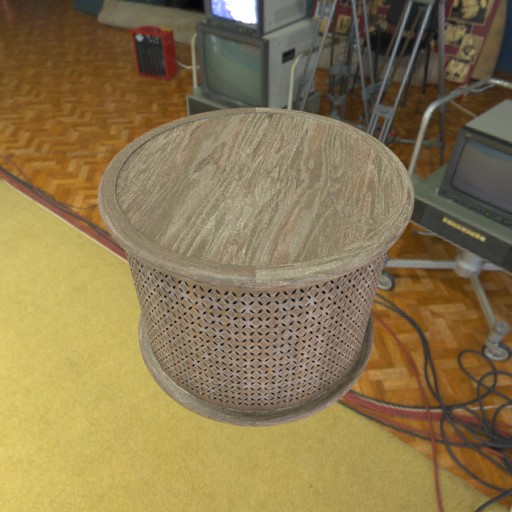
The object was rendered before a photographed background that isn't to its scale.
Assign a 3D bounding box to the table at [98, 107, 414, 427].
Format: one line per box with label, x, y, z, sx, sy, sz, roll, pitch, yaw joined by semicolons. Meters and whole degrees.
table;0.000;0.000;1.022;0.607;0.450;0.607;0;42;0
